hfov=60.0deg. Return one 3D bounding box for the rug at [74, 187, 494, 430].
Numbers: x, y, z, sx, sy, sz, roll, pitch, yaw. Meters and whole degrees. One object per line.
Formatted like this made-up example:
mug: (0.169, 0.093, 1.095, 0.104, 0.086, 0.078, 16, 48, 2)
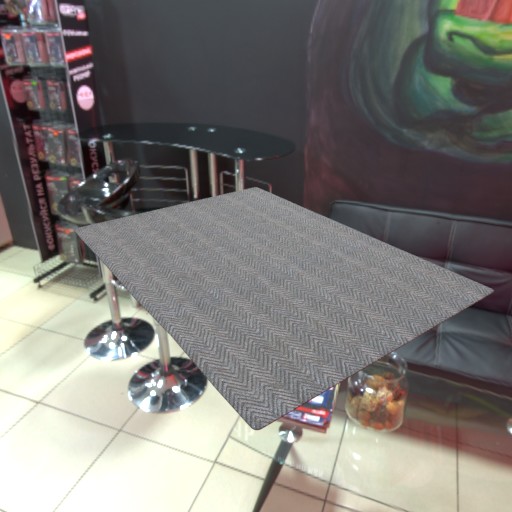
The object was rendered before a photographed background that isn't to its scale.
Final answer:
rug: (0.000, 0.000, 4.981, 2.894, 0.011, 3.957, -18, 32, -32)
